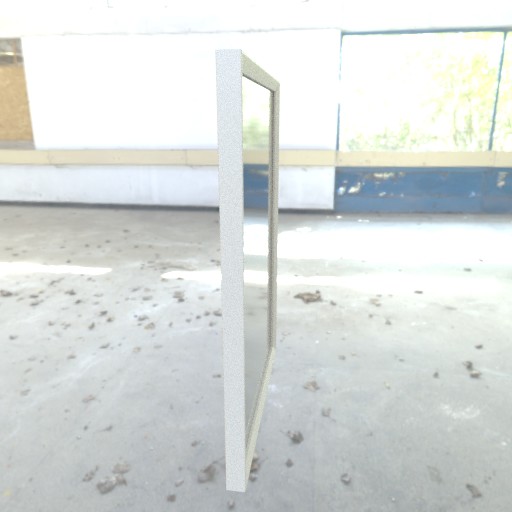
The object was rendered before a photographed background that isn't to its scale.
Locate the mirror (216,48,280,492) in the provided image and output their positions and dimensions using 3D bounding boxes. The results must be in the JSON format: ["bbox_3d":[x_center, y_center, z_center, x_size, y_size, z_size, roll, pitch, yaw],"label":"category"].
[{"bbox_3d":[0.000,0.000,0.914,0.039,0.710,0.507,3,17,8],"label":"mirror"}]
